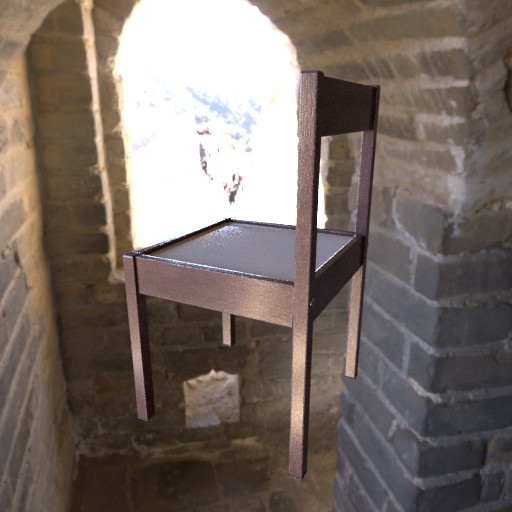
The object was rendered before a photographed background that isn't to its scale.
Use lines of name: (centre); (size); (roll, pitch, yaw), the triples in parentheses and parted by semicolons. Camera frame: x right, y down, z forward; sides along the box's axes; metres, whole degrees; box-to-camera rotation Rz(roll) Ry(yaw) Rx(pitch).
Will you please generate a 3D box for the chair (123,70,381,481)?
chair: (0.000, 0.000, 0.692); (0.285, 0.505, 0.285); (9, 20, 26)
